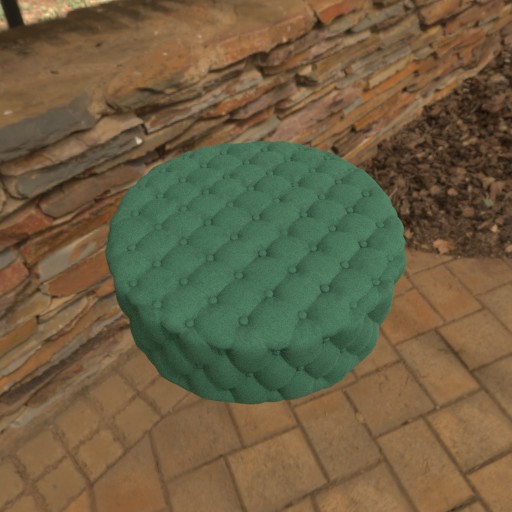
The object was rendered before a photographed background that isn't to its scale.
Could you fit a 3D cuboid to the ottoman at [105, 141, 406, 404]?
[{"bbox_3d":[0.000,0.000,1.593,0.998,0.399,0.998,0,47,0],"label":"ottoman"}]
